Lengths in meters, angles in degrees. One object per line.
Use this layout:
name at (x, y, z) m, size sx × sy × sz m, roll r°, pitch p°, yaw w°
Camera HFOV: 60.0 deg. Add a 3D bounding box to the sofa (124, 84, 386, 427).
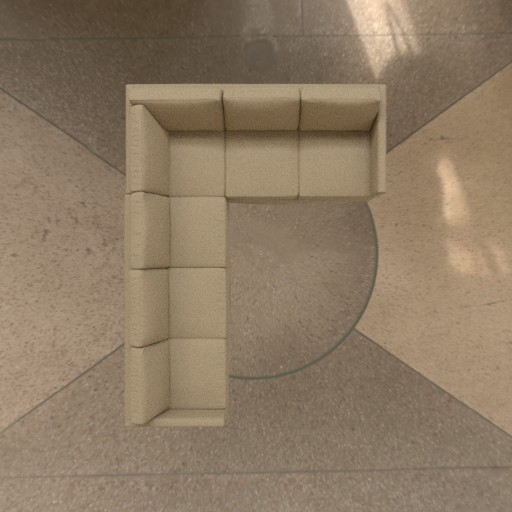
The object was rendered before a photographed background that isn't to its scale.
sofa at (0.000, 0.000, 4.337) m, size 2.432 × 0.871 × 3.182 m, roll 0°, pitch 90°, yaw 0°
